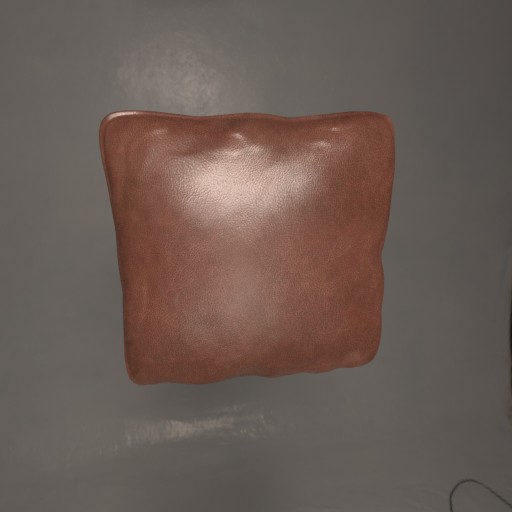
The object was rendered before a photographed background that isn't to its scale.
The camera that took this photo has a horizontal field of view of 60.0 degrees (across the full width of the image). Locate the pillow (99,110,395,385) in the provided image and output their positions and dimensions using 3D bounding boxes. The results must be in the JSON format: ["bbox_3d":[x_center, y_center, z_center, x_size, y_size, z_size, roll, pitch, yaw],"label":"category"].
[{"bbox_3d":[0.000,0.000,0.839,0.532,0.523,0.236,-2,17,-8],"label":"pillow"}]
